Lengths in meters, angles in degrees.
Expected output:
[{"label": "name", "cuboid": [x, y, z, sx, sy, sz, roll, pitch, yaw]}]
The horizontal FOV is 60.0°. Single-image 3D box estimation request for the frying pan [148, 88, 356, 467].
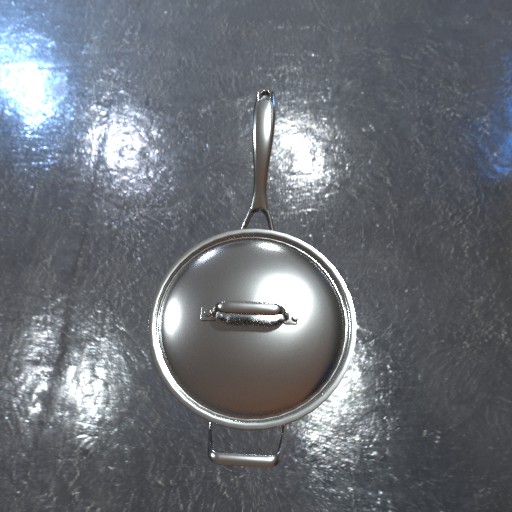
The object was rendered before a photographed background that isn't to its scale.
[{"label": "frying pan", "cuboid": [0.000, 0.000, 0.573, 0.245, 0.111, 0.492, 3, 64, 1]}]
